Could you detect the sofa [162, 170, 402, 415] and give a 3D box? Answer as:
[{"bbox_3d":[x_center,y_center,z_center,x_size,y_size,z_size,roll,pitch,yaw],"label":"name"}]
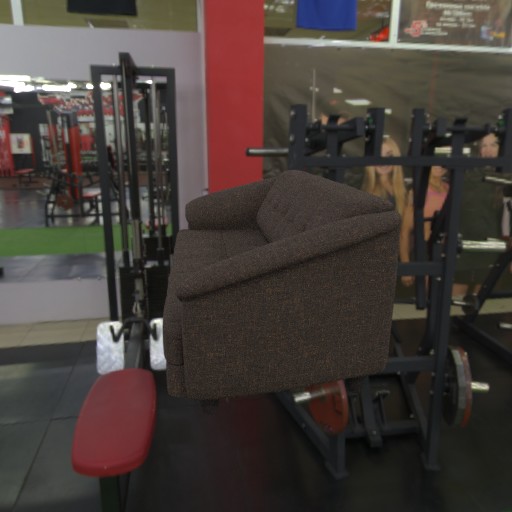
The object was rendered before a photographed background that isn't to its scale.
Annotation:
[{"bbox_3d":[0.000,0.000,2.327,0.887,0.790,1.849,-2,15,-7],"label":"sofa"}]
